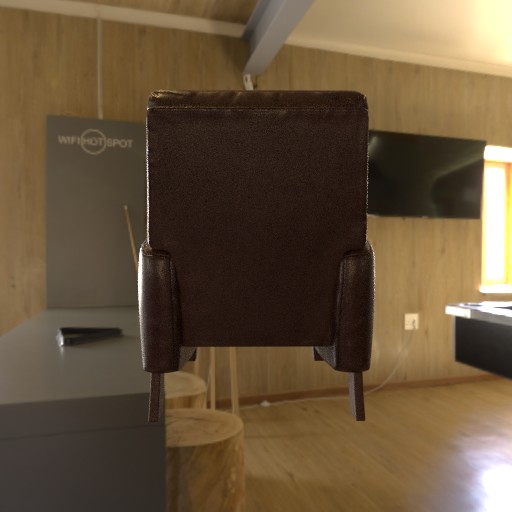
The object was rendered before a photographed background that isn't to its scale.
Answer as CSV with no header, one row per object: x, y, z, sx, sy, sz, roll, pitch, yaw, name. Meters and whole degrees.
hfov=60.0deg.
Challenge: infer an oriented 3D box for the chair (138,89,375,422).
0.000,0.000,1.676,0.762,0.990,0.990,0,1,-1,chair
